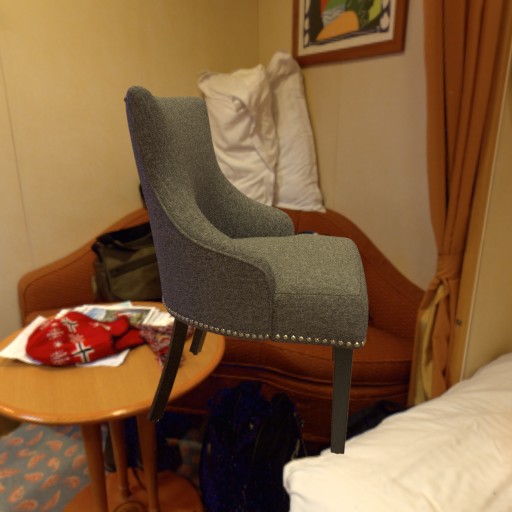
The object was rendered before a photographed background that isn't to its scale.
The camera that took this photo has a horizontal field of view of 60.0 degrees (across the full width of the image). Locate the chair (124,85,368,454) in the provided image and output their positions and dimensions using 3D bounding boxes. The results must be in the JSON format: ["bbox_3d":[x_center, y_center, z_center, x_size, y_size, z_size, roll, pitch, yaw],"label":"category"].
[{"bbox_3d":[0.000,0.000,1.301,0.629,0.909,0.566,3,17,9],"label":"chair"}]
